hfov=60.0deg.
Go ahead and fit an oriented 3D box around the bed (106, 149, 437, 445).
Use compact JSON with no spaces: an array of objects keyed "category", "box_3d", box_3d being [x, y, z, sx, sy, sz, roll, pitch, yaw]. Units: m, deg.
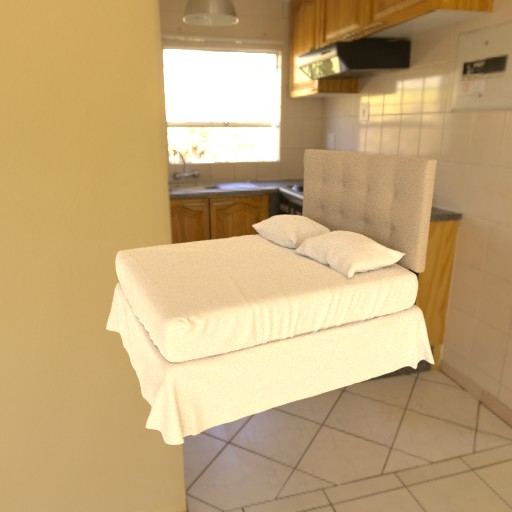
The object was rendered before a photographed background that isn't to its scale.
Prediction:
[{"category":"bed","box_3d":[0.000,0.000,3.582,2.222,1.577,1.936,-8,18,-25]}]
